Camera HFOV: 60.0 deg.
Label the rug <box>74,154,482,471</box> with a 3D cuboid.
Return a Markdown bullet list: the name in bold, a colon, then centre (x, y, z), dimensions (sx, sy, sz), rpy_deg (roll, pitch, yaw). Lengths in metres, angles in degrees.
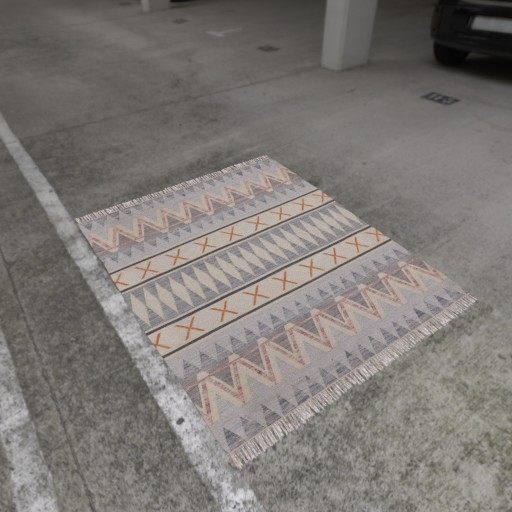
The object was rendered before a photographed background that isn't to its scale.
- **rug**: centre (0.000, 0.000, 3.979), dimensions (2.371, 0.012, 3.000), rpy_deg (-24, 47, -26)
